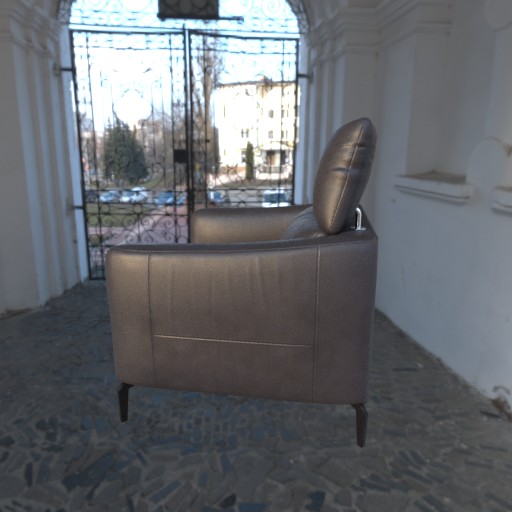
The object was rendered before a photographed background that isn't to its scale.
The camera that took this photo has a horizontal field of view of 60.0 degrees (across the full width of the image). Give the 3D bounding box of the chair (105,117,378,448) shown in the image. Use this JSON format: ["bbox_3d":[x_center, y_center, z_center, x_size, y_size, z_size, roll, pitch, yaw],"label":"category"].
[{"bbox_3d":[0.000,0.000,1.678,0.809,0.949,0.976,2,14,9],"label":"chair"}]
